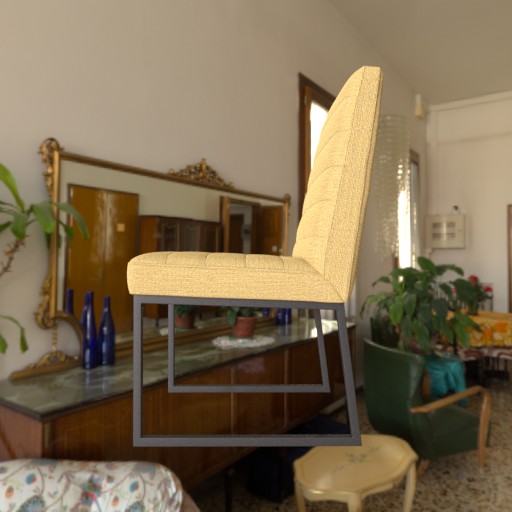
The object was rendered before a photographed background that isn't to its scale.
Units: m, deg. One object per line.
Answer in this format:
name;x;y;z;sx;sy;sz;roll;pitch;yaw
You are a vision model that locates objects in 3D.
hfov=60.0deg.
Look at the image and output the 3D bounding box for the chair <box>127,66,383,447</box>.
chair;0.000;0.000;1.311;0.634;0.930;0.520;0;-1;0
